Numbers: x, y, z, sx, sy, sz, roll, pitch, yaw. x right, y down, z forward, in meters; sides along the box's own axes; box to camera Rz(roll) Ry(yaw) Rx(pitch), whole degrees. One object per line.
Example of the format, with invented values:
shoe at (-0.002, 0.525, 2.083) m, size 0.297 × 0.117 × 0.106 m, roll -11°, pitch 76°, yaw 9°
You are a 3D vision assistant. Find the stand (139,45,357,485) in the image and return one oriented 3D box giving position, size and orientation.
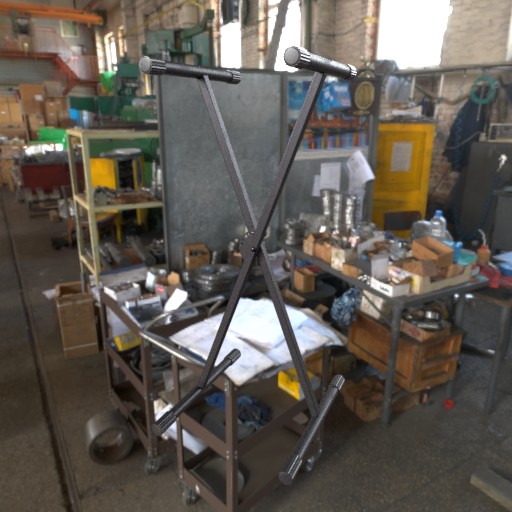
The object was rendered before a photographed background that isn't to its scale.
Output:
stand at (0.000, 0.000, 1.162) m, size 0.409 × 0.940 × 0.449 m, roll 9°, pitch 20°, yaw 25°
